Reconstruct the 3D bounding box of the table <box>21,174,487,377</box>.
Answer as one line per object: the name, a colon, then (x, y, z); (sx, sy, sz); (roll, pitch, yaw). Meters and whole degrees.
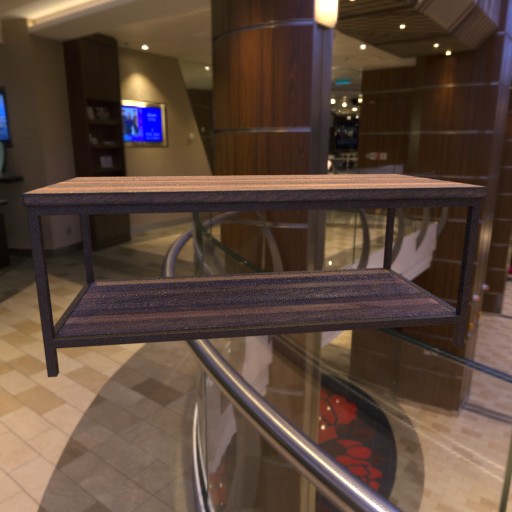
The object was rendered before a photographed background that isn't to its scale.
table: (0.000, 0.000, 1.198); (0.990, 0.399, 0.452); (-2, 14, -8)
